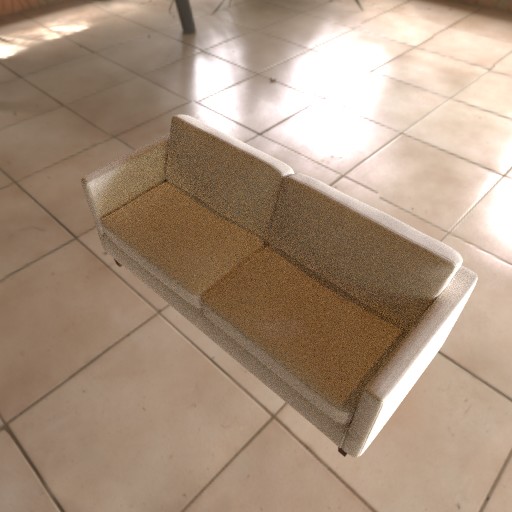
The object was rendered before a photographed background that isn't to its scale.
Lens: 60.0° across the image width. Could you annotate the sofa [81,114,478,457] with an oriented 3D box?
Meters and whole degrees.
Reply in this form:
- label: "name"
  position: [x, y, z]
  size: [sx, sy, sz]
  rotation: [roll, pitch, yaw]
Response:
- label: "sofa"
  position: [0.000, 0.000, 2.600]
  size: [2.139, 0.933, 0.924]
  rotation: [34, 55, 28]
